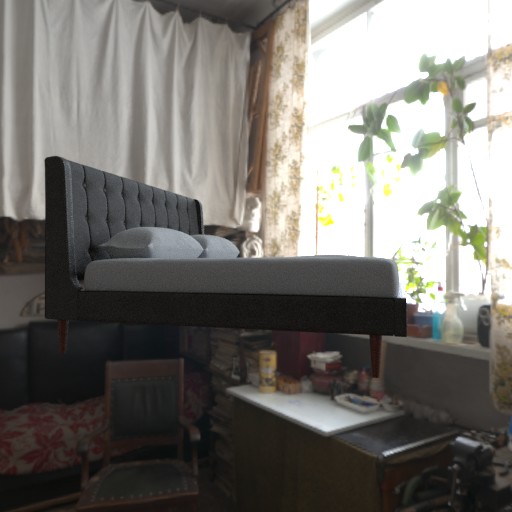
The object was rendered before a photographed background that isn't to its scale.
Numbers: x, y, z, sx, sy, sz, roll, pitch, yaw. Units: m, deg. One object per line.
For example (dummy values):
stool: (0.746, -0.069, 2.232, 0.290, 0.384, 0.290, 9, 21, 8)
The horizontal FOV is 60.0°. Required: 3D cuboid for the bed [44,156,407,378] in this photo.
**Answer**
bed: (0.000, 0.000, 3.190, 2.031, 1.158, 1.903, 0, -1, 18)
